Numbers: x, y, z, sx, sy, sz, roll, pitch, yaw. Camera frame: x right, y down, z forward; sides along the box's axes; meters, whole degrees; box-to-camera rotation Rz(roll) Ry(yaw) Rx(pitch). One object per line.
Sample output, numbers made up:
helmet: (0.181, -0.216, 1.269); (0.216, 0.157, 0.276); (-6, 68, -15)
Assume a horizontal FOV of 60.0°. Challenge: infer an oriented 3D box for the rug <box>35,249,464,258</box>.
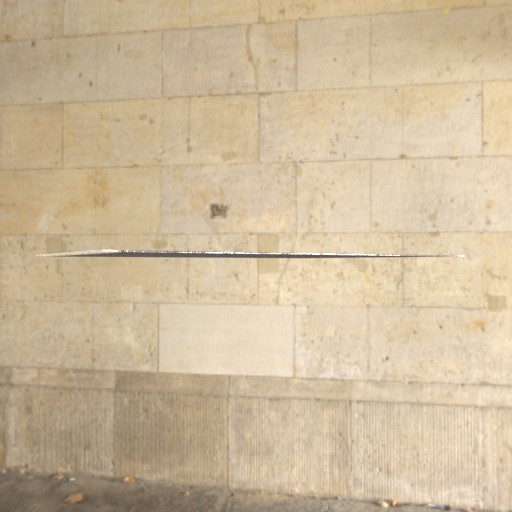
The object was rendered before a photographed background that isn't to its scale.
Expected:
rug: (0.000, 0.000, 2.950); (2.440, 0.010, 1.529); (1, -1, -35)
